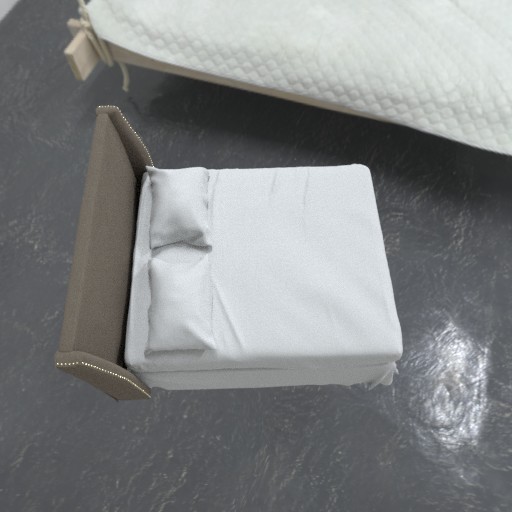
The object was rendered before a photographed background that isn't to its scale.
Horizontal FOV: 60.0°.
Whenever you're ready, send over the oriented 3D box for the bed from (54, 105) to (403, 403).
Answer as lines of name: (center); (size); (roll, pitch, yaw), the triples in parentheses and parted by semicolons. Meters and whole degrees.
bed: (0.000, 0.000, 3.403); (2.276, 1.332, 1.925); (-2, 64, -1)
